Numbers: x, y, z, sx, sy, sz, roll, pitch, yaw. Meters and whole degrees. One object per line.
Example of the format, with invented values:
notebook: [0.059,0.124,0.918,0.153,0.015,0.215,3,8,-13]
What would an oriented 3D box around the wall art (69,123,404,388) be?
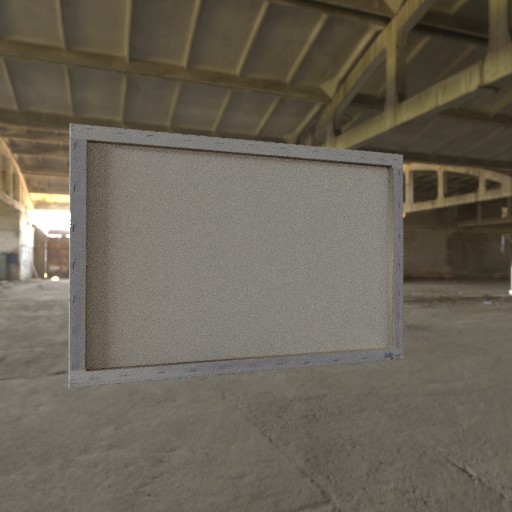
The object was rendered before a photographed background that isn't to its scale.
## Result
wall art: [0.000,0.000,1.473,1.143,0.757,0.038,0,-1,-19]
